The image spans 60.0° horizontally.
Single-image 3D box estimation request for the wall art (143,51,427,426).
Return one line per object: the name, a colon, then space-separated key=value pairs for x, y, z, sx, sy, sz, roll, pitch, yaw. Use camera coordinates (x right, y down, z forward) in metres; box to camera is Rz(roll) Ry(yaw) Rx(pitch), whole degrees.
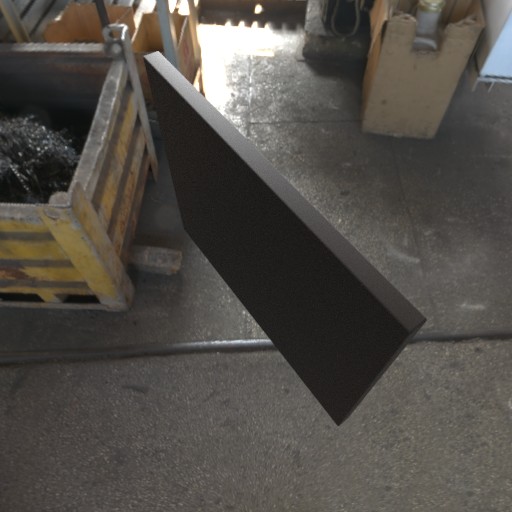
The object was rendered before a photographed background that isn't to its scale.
wall art: x=0.000 y=0.000 z=0.757 sx=0.031 sy=0.457 sz=0.558 roll=-32 pitch=63 yaw=-18
